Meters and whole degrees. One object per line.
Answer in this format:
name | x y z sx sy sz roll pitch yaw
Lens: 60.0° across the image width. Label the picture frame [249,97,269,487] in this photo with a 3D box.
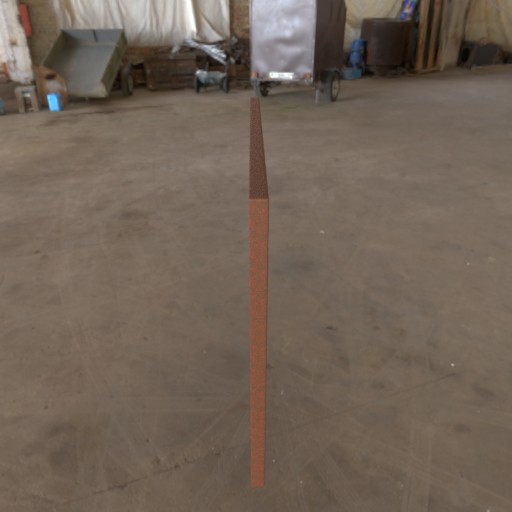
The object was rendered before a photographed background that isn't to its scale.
picture frame | 0.000 0.000 1.803 0.045 1.018 1.329 0 29 -1
